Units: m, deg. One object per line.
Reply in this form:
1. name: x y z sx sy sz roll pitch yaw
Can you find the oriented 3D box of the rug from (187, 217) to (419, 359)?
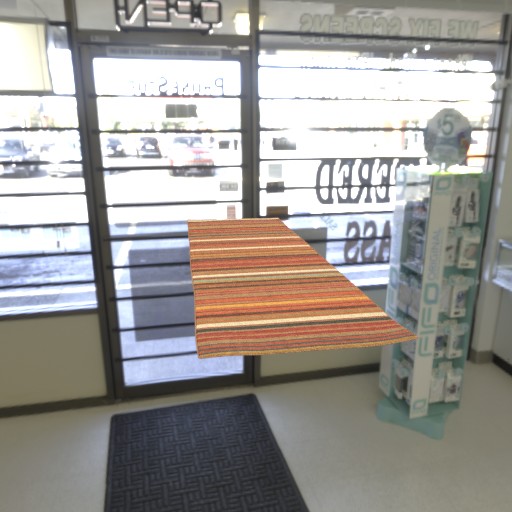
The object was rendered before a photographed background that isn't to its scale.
1. rug: 0.000 0.000 2.695 0.799 0.030 2.444 -3 16 -9
